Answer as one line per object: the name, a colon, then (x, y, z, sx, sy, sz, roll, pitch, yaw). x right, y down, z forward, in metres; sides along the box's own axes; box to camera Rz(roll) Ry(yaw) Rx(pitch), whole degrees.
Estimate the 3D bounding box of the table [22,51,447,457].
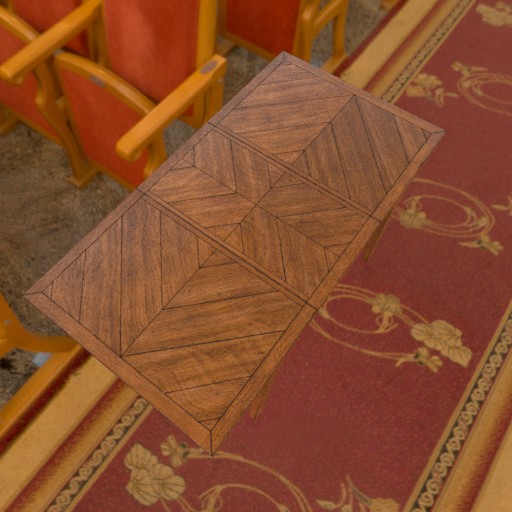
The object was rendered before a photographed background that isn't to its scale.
table: (0.000, 0.000, 1.857, 0.757, 0.760, 1.400, 33, 67, 16)
